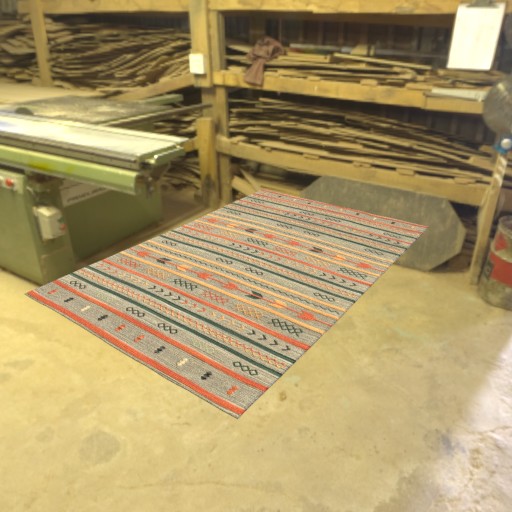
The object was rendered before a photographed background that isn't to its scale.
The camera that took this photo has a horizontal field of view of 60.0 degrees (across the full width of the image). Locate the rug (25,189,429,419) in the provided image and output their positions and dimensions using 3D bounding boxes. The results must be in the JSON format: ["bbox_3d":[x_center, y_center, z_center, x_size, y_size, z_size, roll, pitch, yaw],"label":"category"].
[{"bbox_3d":[0.000,0.000,2.308,1.220,0.017,1.835,18,32,32],"label":"rug"}]
